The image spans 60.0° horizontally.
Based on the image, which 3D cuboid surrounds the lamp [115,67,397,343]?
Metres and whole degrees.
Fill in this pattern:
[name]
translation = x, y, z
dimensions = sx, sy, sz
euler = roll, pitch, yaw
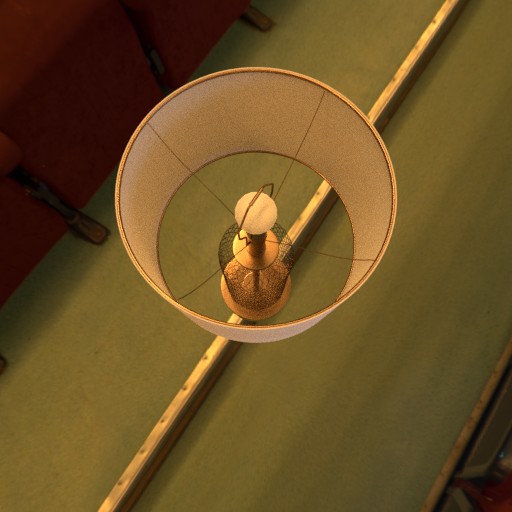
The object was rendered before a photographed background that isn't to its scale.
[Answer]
[lamp]
translation = 0.000, 0.000, 0.630
dimensions = 0.252, 0.483, 0.252
euler = 32, 78, 8
